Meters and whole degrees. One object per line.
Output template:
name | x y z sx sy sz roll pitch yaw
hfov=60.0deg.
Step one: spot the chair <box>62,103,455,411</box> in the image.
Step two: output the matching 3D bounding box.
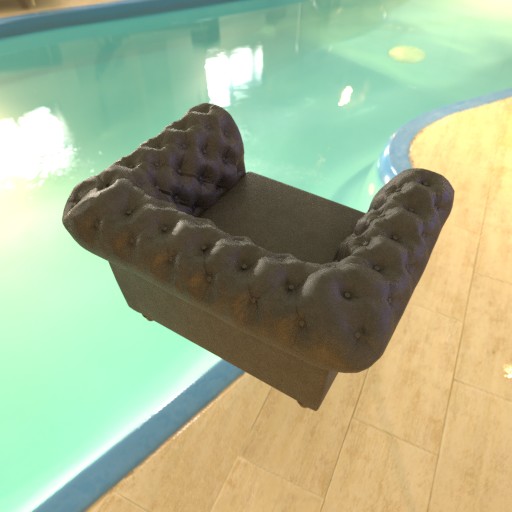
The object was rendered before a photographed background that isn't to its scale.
chair | 0.000 0.000 1.899 1.298 0.780 0.943 24 50 21
